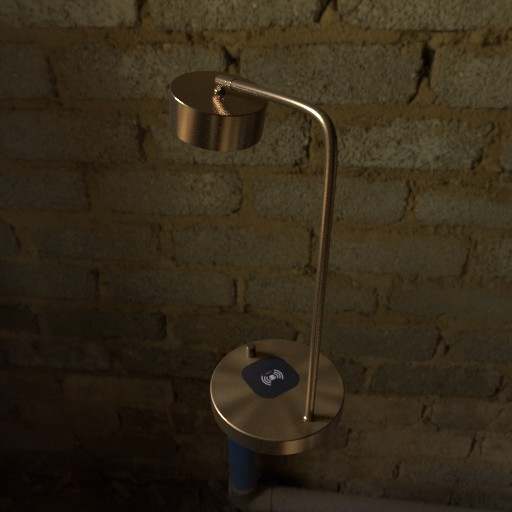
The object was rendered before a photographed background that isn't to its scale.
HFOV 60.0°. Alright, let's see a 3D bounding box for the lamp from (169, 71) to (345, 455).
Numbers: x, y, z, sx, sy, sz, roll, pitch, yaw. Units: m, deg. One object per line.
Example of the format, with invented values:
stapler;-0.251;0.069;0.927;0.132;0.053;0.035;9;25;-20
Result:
lamp;0.000;0.000;0.519;0.171;0.380;0.270;-18;35;-28
